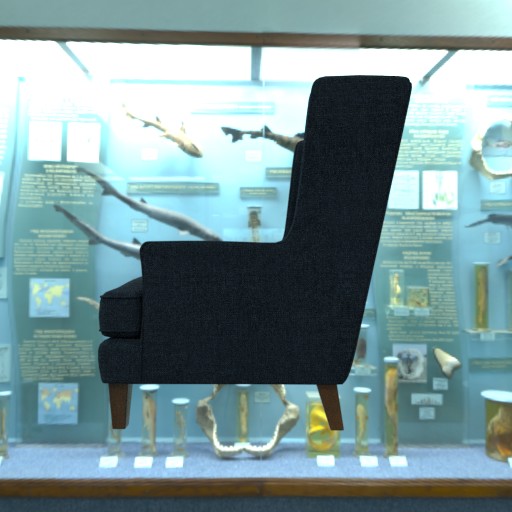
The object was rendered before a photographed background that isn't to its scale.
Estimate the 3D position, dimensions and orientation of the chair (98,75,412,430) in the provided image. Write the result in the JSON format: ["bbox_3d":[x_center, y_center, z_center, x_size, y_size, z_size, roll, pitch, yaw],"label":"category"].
[{"bbox_3d":[0.000,0.000,1.691,0.947,1.072,0.764,0,-1,1],"label":"chair"}]
